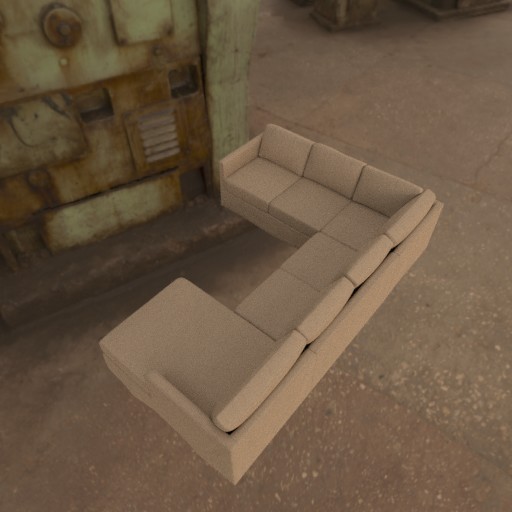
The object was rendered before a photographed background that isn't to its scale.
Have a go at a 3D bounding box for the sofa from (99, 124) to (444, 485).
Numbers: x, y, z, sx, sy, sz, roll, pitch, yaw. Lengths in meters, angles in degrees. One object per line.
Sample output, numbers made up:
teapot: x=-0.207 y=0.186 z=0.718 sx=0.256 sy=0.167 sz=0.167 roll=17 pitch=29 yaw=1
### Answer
sofa: x=0.000 y=0.000 z=4.591 sx=2.427 sy=0.882 sz=3.460 roll=32 pitch=54 yaw=26
